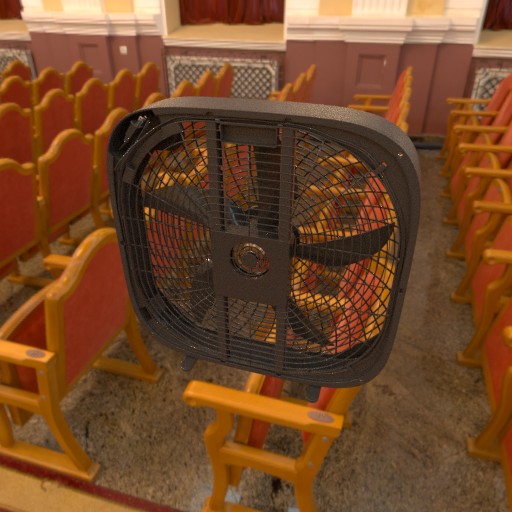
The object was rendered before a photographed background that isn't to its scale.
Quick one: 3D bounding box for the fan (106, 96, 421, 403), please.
[{"bbox_3d":[0.000,0.000,0.808,0.526,0.533,0.142,9,32,15],"label":"fan"}]
